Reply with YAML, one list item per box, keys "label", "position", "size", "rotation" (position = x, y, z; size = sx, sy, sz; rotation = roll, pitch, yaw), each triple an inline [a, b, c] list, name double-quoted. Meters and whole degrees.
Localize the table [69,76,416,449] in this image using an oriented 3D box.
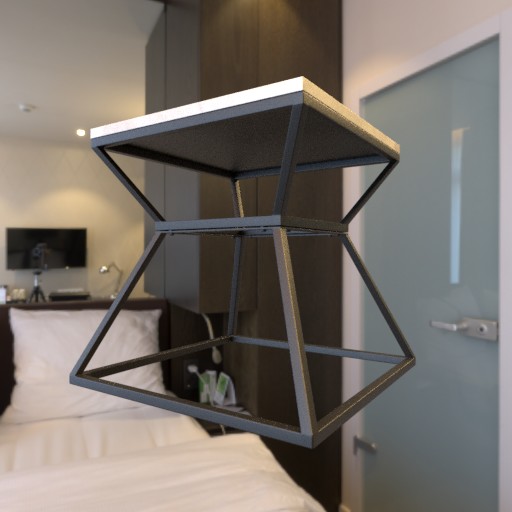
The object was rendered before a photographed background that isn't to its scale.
- label: "table"
  position: [0.000, 0.000, 0.809]
  size: [0.455, 0.431, 0.455]
  rotation: [0, 0, 34]
